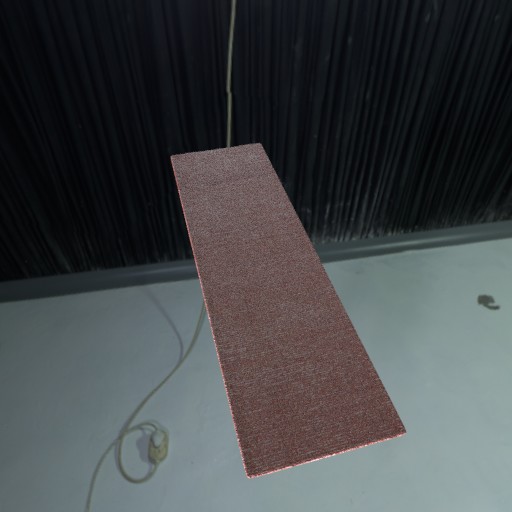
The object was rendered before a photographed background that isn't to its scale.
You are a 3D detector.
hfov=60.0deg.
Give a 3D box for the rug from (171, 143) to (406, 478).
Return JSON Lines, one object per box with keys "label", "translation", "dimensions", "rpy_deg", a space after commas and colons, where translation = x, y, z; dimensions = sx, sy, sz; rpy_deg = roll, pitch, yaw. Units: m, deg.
{"label": "rug", "translation": [0.000, 0.000, 2.549], "dimensions": [0.687, 0.012, 2.307], "rpy_deg": [-11, 47, -10]}
